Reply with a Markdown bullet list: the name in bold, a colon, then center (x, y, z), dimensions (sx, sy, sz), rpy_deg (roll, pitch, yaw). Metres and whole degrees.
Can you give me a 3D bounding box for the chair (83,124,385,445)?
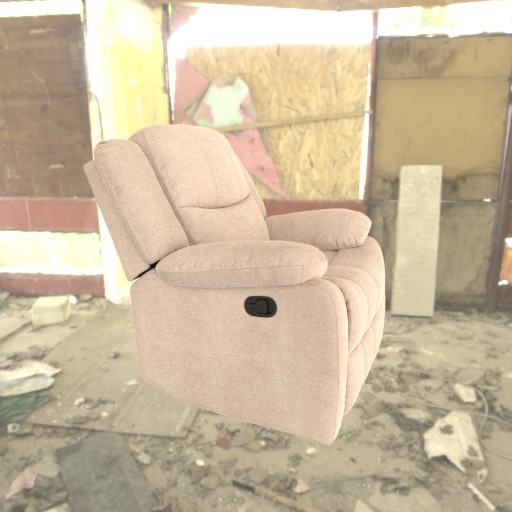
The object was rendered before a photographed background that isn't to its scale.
- **chair**: center (0.000, 0.000, 1.750), dimensions (0.944, 1.008, 0.899), rpy_deg (7, 15, 25)
